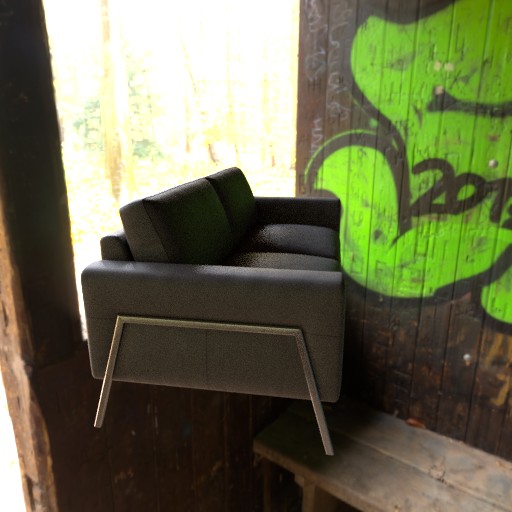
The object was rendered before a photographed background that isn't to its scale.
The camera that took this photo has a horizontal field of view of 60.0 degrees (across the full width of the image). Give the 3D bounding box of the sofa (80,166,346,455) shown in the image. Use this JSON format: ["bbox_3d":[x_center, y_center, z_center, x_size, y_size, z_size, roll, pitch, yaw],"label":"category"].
[{"bbox_3d":[0.000,0.000,2.495,0.953,0.875,2.017,3,16,10],"label":"sofa"}]
